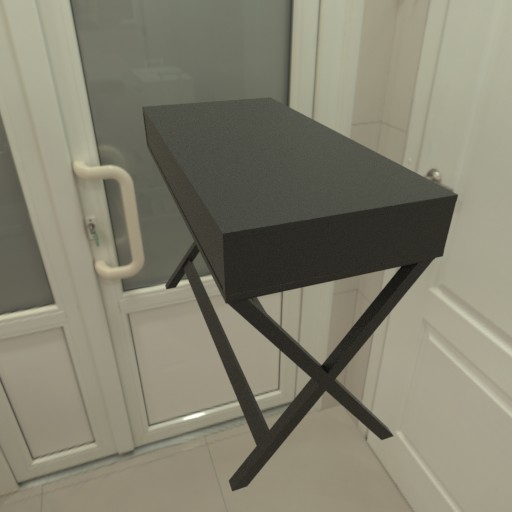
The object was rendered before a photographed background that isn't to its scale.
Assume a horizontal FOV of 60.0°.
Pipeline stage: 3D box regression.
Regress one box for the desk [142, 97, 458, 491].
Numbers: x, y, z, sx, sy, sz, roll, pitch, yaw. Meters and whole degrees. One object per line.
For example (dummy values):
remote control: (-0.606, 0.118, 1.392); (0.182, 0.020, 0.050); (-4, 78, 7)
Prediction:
desk: (0.000, 0.000, 1.465); (0.504, 0.780, 1.057); (-10, 32, -17)
